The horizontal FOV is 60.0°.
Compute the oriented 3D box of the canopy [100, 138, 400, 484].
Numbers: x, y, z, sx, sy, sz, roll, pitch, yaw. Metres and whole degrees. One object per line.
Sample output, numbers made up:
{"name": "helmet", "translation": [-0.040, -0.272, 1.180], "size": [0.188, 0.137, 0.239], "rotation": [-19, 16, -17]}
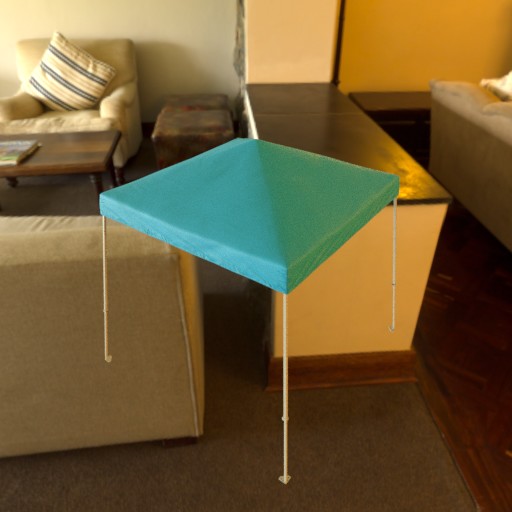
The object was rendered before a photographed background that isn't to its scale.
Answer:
{"name": "canopy", "translation": [0.000, 0.000, 5.326], "size": [2.849, 2.850, 2.850], "rotation": [22, 38, 30]}
